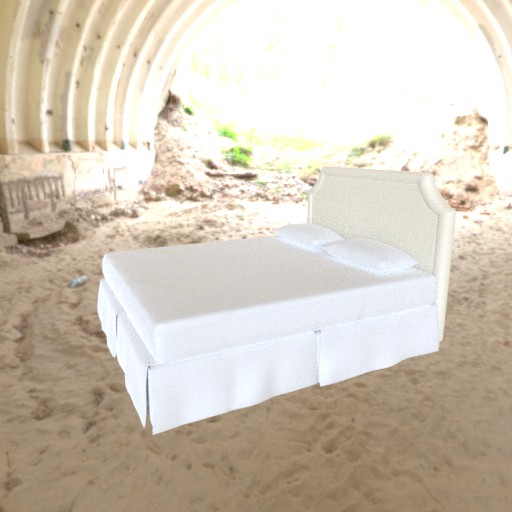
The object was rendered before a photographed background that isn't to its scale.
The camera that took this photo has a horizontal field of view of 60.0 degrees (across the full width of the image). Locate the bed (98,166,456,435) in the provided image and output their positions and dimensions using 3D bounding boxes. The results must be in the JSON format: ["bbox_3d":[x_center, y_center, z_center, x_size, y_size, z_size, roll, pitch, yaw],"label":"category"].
[{"bbox_3d":[0.000,0.000,4.261,2.773,1.590,2.350,-7,15,-26],"label":"bed"}]
